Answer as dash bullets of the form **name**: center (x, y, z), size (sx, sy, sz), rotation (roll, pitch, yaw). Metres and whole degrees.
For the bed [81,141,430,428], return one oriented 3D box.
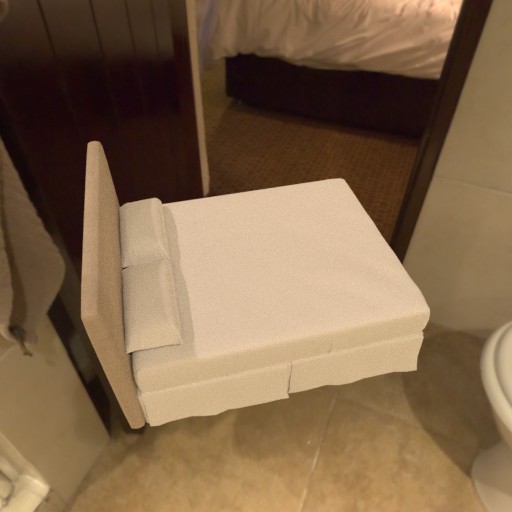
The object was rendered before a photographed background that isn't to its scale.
- **bed**: center (0.000, 0.000, 3.303), size (2.162, 1.330, 1.713), rotation (-10, 46, -10)
